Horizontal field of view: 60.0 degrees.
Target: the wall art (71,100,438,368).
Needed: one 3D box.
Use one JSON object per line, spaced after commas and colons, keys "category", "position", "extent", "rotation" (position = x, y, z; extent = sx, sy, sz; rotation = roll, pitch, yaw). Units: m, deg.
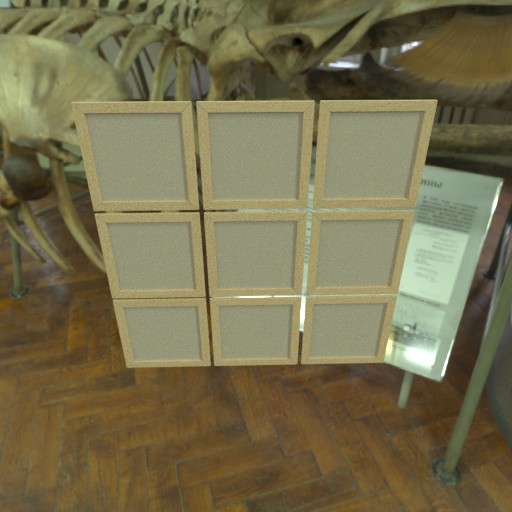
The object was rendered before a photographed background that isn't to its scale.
{"category": "wall art", "position": [0.000, 0.000, 2.234], "extent": [1.519, 1.507, 0.014], "rotation": [-1, 31, -1]}
